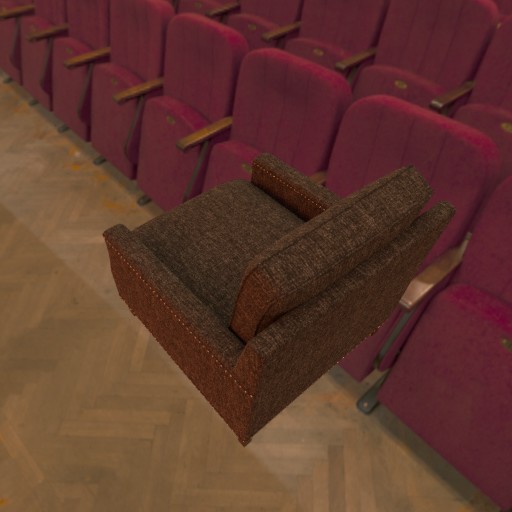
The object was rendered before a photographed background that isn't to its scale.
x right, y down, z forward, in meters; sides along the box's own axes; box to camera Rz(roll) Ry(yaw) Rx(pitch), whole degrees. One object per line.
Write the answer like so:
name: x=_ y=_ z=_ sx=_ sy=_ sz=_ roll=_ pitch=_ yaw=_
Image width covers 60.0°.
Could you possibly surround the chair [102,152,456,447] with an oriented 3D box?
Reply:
chair: x=0.000 y=0.000 z=1.732 sx=0.853 sy=0.943 sz=1.014 roll=-32 pitch=54 yaw=-27
